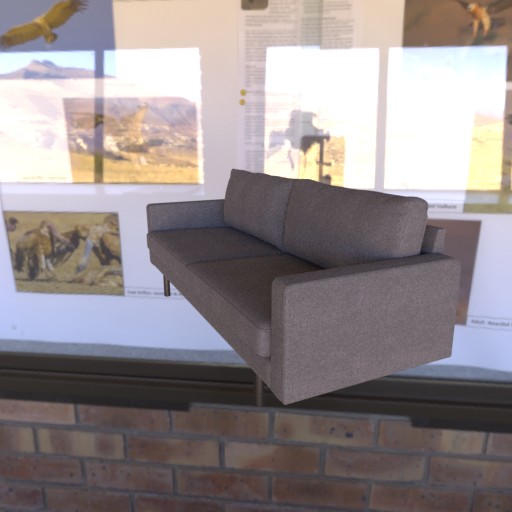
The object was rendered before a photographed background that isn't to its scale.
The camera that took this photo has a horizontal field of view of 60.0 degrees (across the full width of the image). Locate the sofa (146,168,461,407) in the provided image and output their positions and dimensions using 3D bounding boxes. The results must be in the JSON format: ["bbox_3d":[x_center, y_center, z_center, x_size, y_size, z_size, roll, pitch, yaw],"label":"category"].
[{"bbox_3d":[0.000,0.000,2.586,0.880,0.880,2.100,-7,16,-25],"label":"sofa"}]
